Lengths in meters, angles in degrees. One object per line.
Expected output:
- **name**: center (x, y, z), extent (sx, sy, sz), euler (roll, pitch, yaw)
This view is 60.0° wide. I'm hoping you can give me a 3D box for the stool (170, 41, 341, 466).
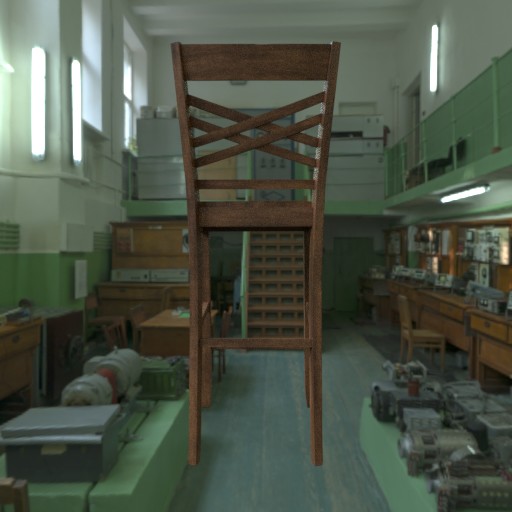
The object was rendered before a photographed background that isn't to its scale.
- **stool**: center (0.000, 0.000, 1.370), extent (0.433, 1.105, 0.487), euler (0, 1, 0)
